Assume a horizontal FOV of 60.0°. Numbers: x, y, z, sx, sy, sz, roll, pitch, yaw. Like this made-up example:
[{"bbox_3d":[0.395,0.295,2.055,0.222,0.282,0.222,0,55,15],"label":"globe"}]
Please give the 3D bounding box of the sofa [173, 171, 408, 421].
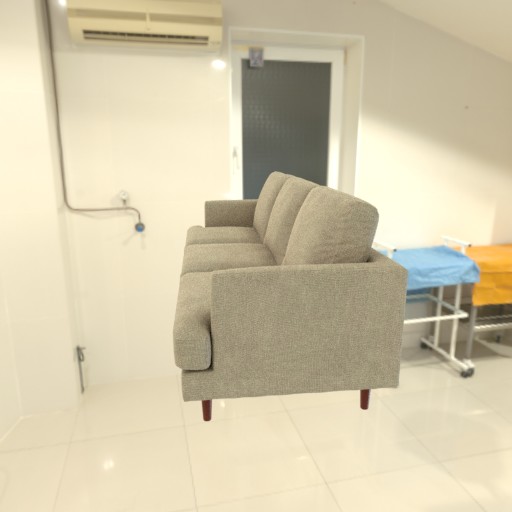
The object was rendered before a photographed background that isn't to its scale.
[{"bbox_3d":[0.000,0.000,2.737,0.903,0.930,2.246,-2,14,-7],"label":"sofa"}]
